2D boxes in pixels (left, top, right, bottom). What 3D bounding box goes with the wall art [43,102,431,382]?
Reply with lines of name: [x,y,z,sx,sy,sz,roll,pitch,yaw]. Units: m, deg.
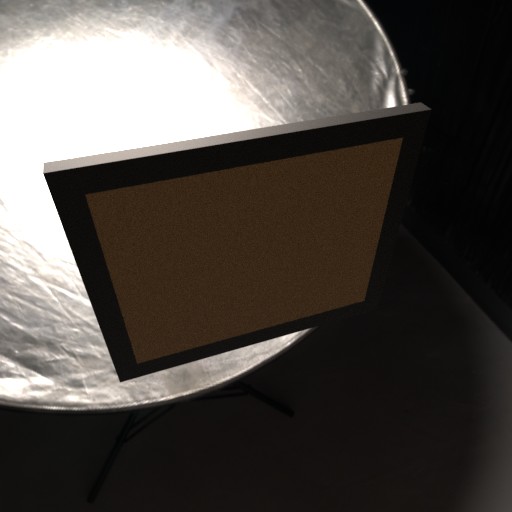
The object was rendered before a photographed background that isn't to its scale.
wall art: [0.000,0.000,0.772,0.561,0.460,0.028,-13,43,-14]
